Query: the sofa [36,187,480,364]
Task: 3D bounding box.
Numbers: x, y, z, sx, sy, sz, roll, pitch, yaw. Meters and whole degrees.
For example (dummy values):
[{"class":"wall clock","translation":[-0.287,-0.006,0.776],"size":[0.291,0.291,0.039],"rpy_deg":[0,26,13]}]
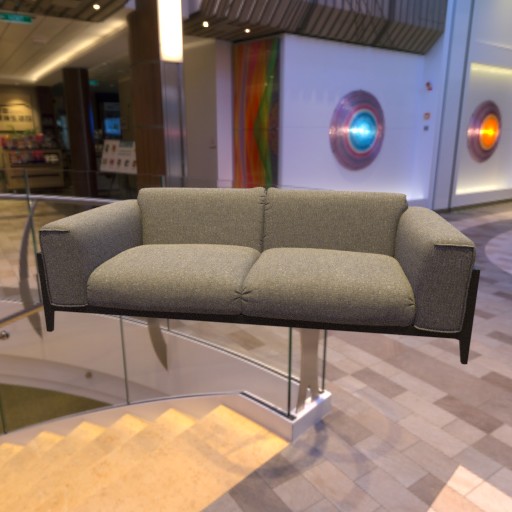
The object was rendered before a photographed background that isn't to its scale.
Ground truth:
[{"class":"sofa","translation":[0.000,0.000,2.552],"size":[2.125,0.703,0.985],"rpy_deg":[3,15,9]}]
